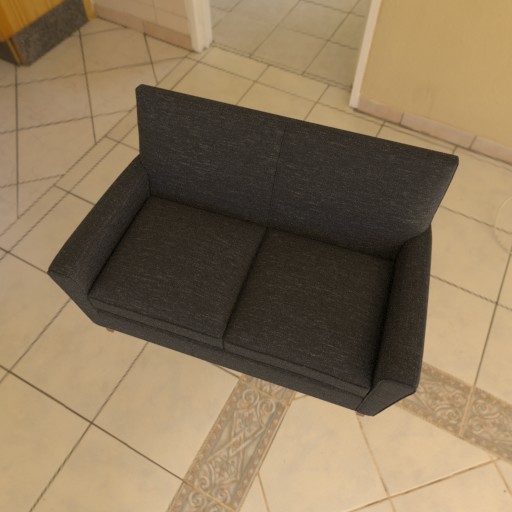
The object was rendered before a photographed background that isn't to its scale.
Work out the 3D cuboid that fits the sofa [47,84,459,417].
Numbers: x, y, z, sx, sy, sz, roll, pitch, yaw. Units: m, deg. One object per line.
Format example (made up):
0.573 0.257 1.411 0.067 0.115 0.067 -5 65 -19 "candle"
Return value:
0.000 0.000 1.933 1.420 0.846 0.875 16 60 10 "sofa"
